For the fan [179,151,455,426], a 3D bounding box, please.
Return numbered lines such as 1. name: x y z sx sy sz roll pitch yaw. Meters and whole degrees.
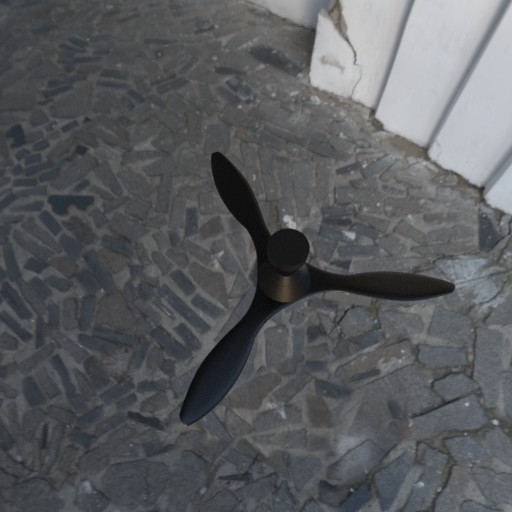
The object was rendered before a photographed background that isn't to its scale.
1. fan: 0.000 0.000 1.607 1.067 0.305 1.067 -35 69 -16
